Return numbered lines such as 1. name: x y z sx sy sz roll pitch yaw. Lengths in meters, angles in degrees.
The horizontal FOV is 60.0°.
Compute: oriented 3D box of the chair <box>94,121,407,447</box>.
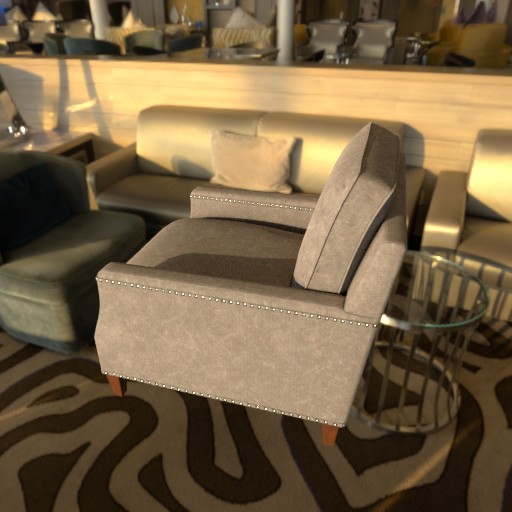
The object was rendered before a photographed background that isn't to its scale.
1. chair: 0.000 0.000 1.715 1.014 0.948 0.853 8 30 14
